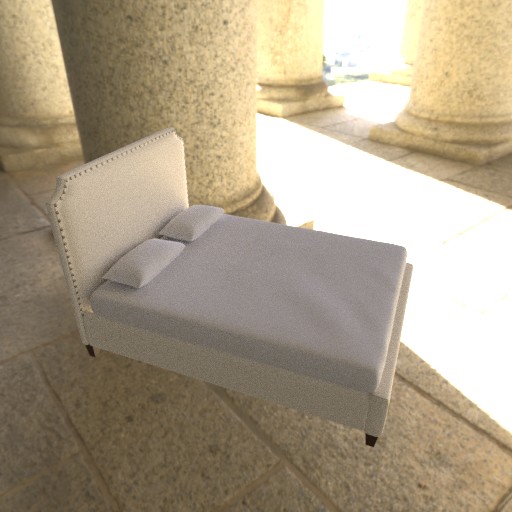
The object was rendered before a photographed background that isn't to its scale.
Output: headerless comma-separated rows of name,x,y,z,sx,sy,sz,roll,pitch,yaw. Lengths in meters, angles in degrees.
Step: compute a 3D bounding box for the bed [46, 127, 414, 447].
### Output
bed,0.000,0.000,3.519,2.372,1.497,1.712,11,32,19
